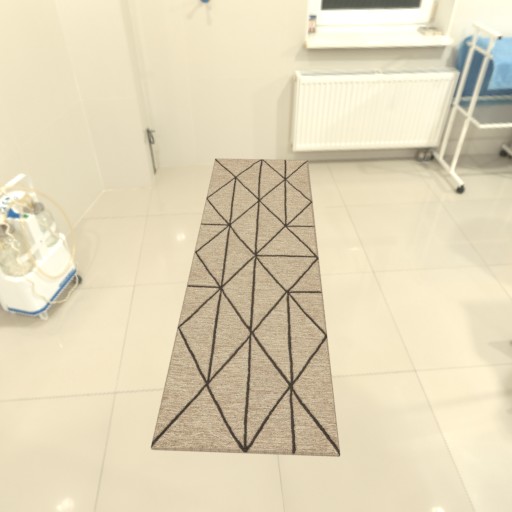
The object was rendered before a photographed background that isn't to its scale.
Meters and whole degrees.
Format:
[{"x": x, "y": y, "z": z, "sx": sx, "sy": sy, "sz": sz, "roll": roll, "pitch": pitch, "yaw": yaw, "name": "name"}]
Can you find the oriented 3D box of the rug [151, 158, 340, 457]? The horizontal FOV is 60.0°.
[{"x": 0.000, "y": 0.000, "z": 2.703, "sx": 0.762, "sy": 0.012, "sz": 2.438, "roll": 1, "pitch": 40, "yaw": 2, "name": "rug"}]
